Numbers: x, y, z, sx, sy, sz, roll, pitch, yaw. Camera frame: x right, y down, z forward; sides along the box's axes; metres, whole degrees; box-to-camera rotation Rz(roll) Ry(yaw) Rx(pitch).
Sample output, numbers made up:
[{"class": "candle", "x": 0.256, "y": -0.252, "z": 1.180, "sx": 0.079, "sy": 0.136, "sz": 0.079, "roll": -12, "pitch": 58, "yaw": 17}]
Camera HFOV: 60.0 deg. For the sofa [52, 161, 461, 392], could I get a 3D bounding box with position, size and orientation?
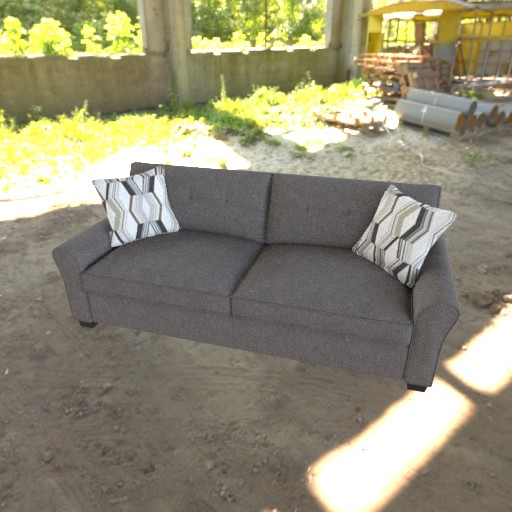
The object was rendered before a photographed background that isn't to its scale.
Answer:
[{"class": "sofa", "x": 0.000, "y": 0.000, "z": 2.497, "sx": 2.032, "sy": 0.813, "sz": 0.889, "roll": 7, "pitch": 27, "yaw": 15}]
